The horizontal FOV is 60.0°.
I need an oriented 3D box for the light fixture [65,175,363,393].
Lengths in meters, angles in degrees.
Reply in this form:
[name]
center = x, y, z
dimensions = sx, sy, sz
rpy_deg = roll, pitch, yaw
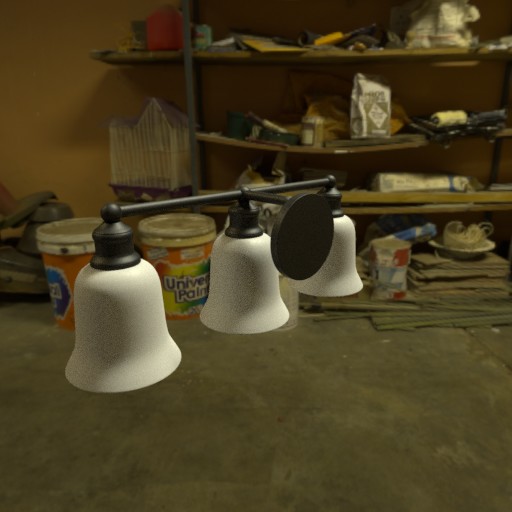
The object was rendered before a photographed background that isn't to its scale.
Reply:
[light fixture]
center = 0.000, 0.000, 0.673
dimensions = 0.570, 0.211, 0.198
rpy_deg = -16, 23, -42
